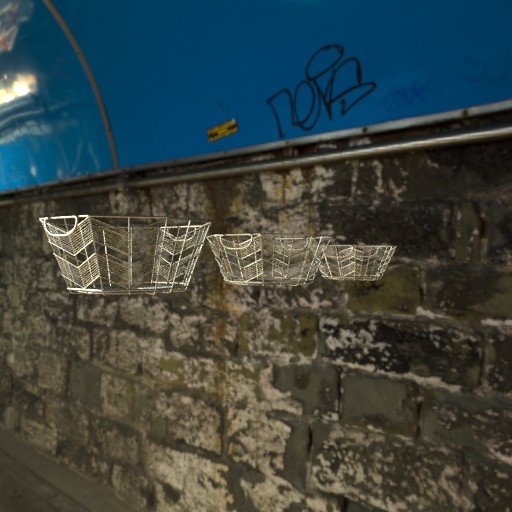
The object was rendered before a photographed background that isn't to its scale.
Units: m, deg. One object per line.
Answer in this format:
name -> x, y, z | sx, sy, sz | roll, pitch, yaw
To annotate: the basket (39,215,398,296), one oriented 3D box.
basket -> 0.000, 0.000, 1.392 | 1.246, 0.178, 0.432 | 0, 0, -37
